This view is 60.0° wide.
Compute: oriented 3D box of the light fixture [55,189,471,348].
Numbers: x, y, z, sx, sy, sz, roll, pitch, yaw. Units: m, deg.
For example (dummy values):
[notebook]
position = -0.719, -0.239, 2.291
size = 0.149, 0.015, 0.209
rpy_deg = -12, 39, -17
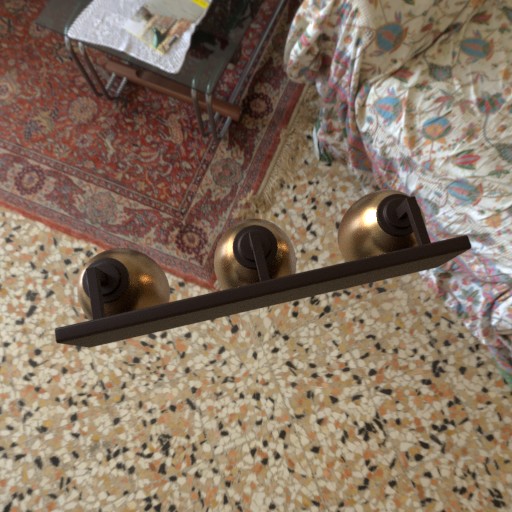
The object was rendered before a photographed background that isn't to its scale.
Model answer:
[light fixture]
position = 0.000, 0.000, 0.678
size = 0.582, 0.204, 0.157
rpy_deg = -13, 76, -3
